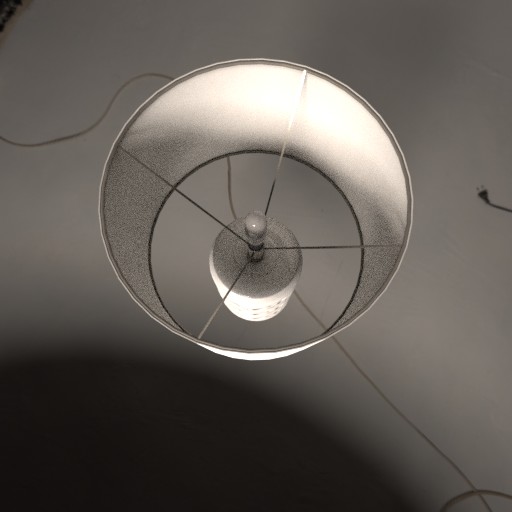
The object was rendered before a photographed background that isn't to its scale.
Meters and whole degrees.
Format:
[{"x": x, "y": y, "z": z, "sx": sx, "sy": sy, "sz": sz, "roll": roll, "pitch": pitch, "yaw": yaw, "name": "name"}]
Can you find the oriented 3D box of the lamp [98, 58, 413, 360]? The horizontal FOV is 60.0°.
[{"x": 0.000, "y": 0.000, "z": 0.675, "sx": 0.310, "sy": 0.502, "sz": 0.310, "roll": 0, "pitch": 76, "yaw": 0, "name": "lamp"}]
